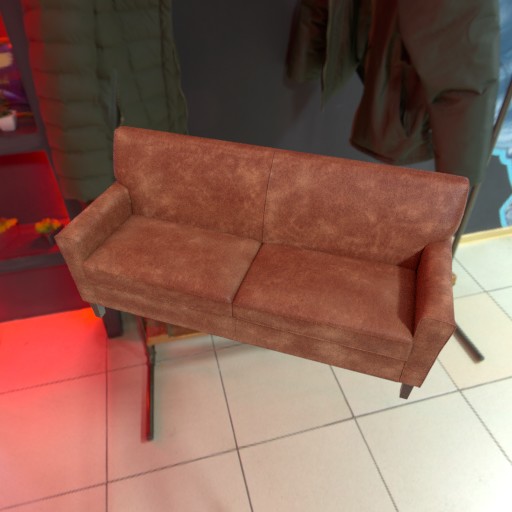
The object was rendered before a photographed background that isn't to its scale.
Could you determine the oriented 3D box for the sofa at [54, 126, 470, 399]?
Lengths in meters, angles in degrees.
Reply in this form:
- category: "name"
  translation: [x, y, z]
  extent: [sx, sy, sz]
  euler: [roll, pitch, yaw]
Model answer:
- category: "sofa"
  translation: [0.000, 0.000, 2.505]
  extent: [2.053, 0.947, 0.805]
  euler: [12, 42, 13]
